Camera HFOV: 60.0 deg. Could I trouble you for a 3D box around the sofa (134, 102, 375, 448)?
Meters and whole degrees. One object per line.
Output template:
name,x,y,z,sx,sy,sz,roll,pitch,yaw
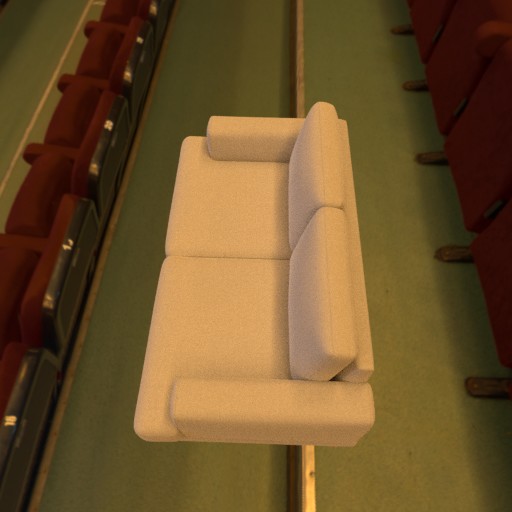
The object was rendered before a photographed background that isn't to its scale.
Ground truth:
sofa,0.000,0.000,2.120,0.915,0.810,1.651,2,58,1
